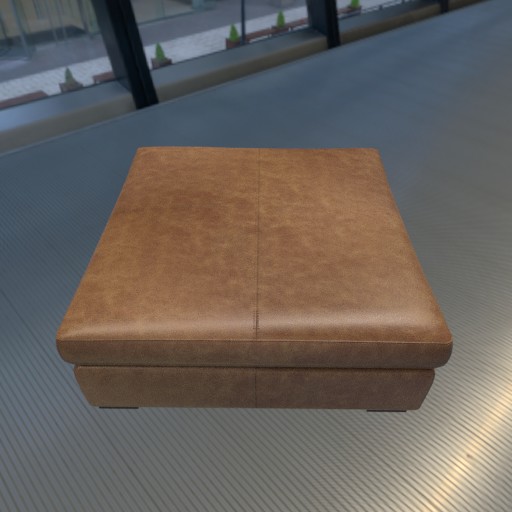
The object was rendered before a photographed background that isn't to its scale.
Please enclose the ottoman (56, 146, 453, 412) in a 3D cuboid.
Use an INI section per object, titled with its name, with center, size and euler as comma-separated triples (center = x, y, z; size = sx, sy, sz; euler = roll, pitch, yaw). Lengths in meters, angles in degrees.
[ottoman]
center = 0.000, 0.000, 1.817
size = 1.168, 0.483, 1.169
euler = 0, 42, 1
